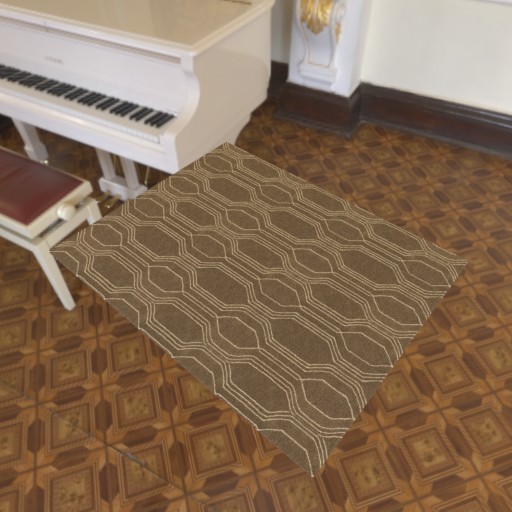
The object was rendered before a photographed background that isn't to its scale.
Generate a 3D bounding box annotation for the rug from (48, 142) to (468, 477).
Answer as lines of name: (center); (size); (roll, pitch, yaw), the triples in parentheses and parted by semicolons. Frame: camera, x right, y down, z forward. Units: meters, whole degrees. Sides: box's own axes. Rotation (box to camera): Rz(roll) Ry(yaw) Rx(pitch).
rug: (0.000, 0.000, 4.131); (3.062, 0.012, 2.457); (32, 55, 26)
